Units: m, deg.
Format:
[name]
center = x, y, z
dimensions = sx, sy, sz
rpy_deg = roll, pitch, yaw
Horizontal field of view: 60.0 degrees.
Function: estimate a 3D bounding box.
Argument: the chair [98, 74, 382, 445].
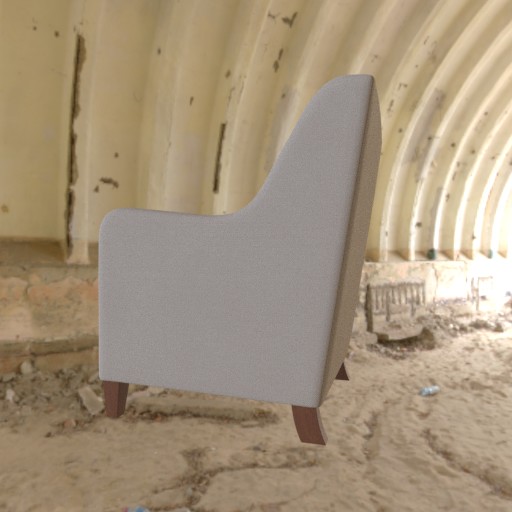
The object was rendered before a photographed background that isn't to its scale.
[chair]
center = 0.000, 0.000, 1.598
dimensions = 0.863, 1.010, 0.715
rpy_deg = 0, 0, 17
